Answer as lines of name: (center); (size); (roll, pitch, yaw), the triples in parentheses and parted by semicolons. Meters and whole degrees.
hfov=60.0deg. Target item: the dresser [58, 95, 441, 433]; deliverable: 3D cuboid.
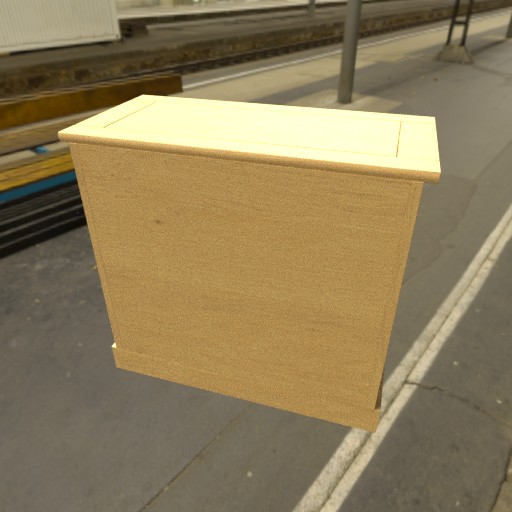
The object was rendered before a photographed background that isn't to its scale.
dresser: (0.000, 0.000, 1.407); (0.915, 0.835, 0.440); (9, 34, 14)
